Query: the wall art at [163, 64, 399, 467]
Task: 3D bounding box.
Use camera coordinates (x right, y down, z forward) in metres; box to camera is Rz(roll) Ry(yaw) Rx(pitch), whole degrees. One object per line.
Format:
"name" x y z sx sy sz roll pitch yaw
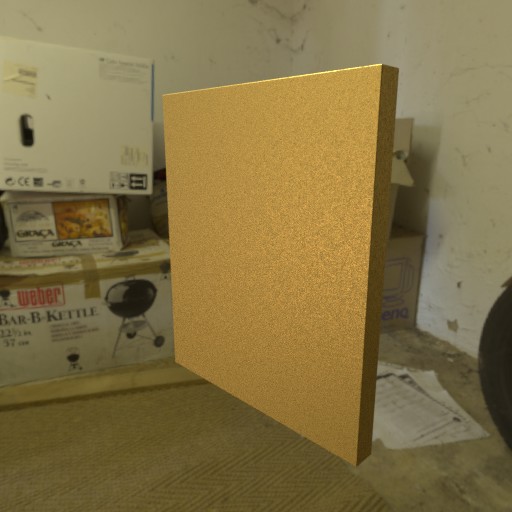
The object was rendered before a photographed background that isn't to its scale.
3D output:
"wall art" 0.000 0.000 0.882 0.048 0.642 0.537 -13 19 -43
